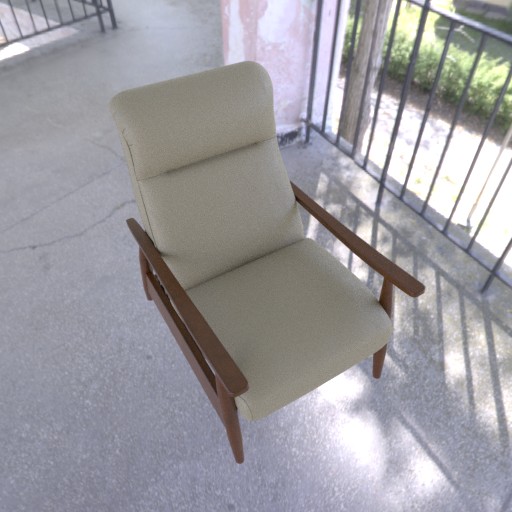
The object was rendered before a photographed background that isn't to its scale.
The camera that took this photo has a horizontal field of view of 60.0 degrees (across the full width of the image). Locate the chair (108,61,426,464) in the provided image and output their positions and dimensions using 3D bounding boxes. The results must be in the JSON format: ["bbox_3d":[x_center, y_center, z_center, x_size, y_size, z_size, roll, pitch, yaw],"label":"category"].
[{"bbox_3d":[0.000,0.000,1.738,0.762,1.082,1.014,-23,50,-21],"label":"chair"}]
